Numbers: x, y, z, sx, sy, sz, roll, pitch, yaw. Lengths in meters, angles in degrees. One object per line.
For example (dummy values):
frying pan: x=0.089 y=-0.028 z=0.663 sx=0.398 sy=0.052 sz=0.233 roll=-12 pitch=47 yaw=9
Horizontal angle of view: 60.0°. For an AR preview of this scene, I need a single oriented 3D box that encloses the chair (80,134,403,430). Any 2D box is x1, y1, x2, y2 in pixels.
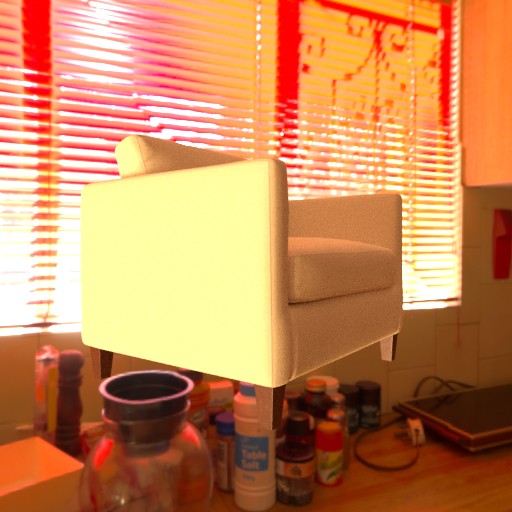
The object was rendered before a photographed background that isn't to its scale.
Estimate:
chair: x=0.000 y=0.000 z=1.739 sx=0.878 sy=0.885 sz=1.019 roll=1 pitch=1 yaw=37
